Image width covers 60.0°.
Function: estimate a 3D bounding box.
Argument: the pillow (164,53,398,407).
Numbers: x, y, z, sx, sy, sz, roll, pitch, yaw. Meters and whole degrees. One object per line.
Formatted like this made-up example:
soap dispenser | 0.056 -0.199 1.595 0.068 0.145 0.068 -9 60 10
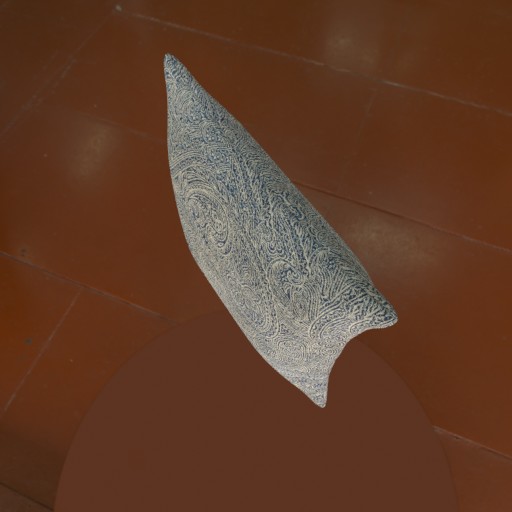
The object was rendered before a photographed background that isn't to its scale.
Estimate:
pillow | 0.000 0.000 0.794 0.166 0.510 0.523 -30 66 -15
